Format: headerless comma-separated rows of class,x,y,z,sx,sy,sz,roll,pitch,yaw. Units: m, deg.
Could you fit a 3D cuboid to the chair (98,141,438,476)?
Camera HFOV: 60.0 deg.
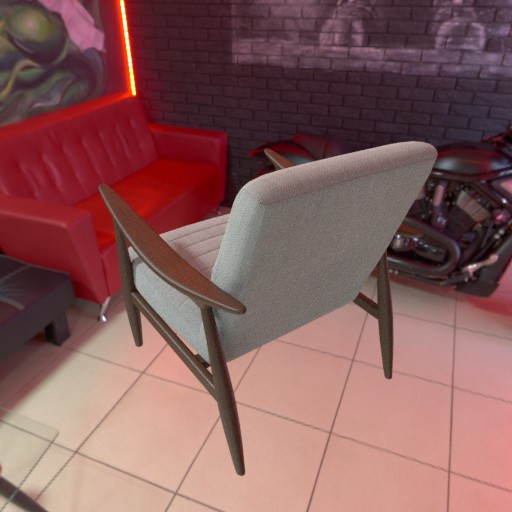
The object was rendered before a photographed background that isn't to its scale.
chair,0.000,0.000,1.412,0.741,0.832,0.798,-20,36,-30
